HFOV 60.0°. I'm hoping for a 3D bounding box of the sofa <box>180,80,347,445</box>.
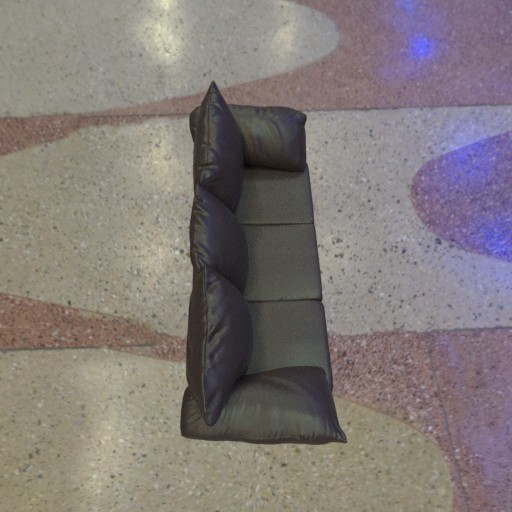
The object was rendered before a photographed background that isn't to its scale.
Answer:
[{"bbox_3d":[0.000,0.000,2.989,0.907,1.091,2.390,-2,63,-1],"label":"sofa"}]
